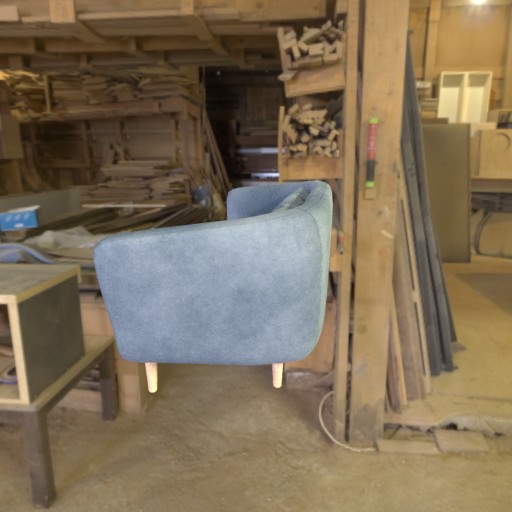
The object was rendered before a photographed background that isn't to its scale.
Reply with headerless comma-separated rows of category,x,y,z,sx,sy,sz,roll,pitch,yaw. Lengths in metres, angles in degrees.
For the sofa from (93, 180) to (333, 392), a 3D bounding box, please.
sofa,0.000,0.000,2.558,0.849,0.795,2.095,2,14,10
